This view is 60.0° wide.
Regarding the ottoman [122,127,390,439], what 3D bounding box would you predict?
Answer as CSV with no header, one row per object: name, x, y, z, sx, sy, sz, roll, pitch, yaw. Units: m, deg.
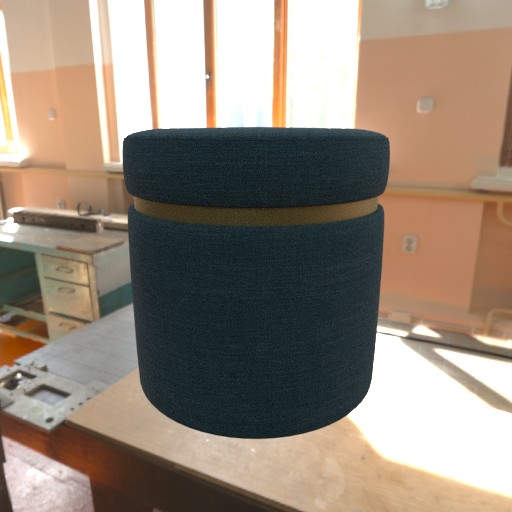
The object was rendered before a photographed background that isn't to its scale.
ottoman,0.000,0.000,0.725,0.398,0.406,0.398,0,16,0
